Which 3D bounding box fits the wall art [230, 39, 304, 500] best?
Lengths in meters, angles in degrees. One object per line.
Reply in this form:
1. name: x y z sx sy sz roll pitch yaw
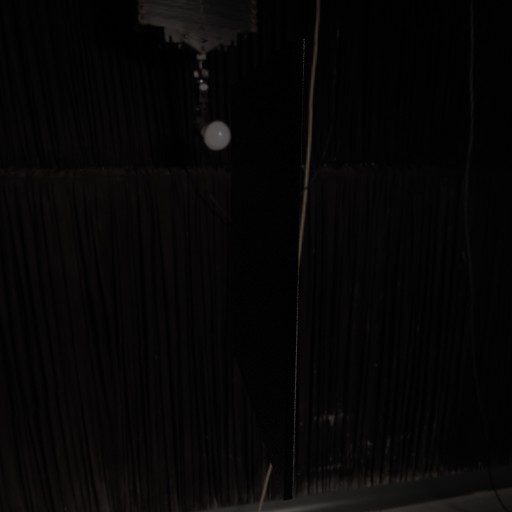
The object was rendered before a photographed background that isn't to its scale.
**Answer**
1. wall art: 0.000 0.000 0.747 0.013 0.582 0.442 -3 15 -11
